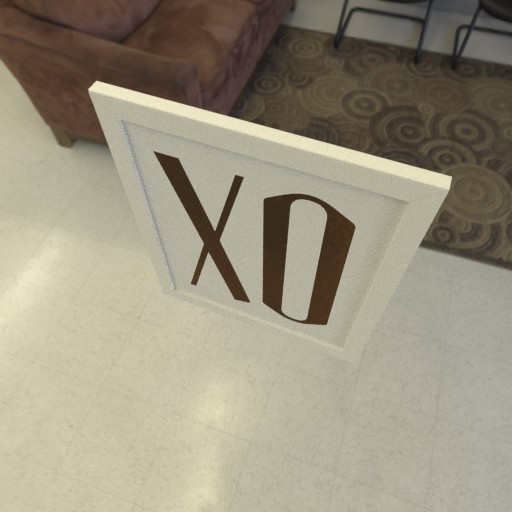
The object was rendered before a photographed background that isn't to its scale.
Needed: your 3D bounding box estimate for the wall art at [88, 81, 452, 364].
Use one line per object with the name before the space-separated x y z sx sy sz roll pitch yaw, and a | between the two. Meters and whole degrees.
wall art | 0.000 0.000 0.738 0.444 0.536 0.020 19 59 12
